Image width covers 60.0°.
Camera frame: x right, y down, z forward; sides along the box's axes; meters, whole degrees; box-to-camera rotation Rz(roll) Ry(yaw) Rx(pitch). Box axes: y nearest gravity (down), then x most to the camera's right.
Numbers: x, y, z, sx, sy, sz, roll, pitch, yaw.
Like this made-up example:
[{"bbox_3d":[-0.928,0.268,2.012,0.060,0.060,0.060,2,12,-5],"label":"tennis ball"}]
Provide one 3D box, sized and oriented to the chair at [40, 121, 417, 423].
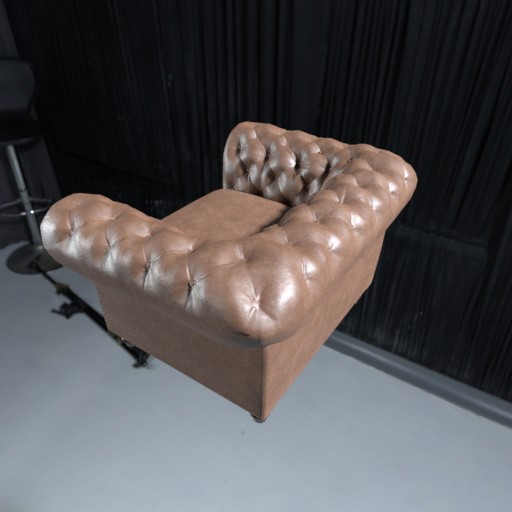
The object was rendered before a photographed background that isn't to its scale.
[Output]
[{"bbox_3d":[0.000,0.000,1.878,0.954,0.784,1.298,21,39,28],"label":"chair"}]
